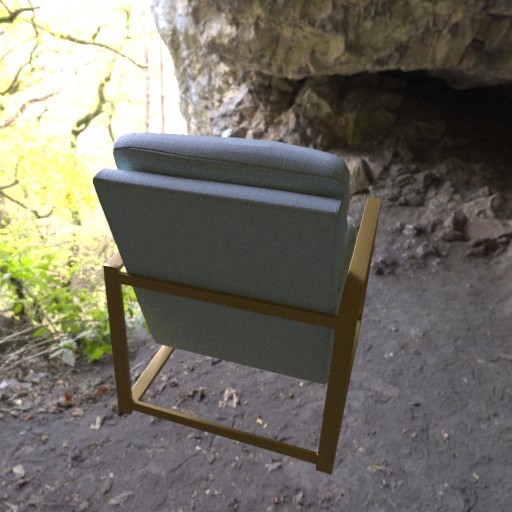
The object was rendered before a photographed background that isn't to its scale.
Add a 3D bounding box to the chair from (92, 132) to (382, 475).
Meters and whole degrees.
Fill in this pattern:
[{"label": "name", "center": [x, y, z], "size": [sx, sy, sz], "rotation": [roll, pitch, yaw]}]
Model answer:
[{"label": "chair", "center": [0.000, 0.000, 1.530], "size": [0.758, 0.956, 0.813], "rotation": [10, 34, 15]}]
